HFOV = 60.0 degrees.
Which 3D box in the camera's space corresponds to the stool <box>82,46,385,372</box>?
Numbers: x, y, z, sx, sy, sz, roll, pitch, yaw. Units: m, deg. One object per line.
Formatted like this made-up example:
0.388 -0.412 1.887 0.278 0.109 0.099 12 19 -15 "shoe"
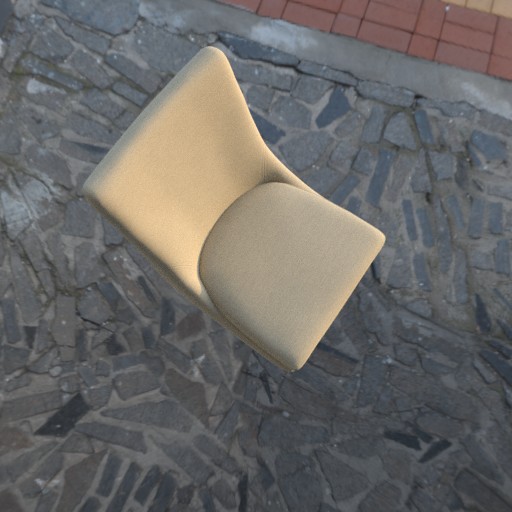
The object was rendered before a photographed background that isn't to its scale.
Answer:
0.000 0.000 1.356 0.577 1.078 0.470 35 78 8 "stool"
